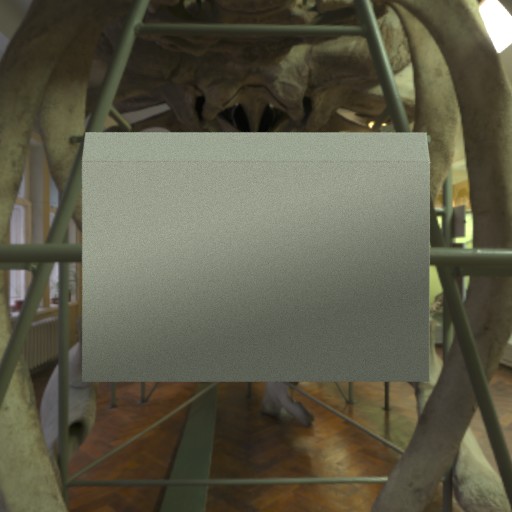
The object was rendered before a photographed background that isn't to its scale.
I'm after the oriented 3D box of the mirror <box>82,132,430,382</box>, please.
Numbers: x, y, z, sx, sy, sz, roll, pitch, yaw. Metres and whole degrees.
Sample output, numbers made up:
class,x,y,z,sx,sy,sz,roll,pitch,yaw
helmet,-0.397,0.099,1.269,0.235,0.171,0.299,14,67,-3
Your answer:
class,x,y,z,sx,sy,sz,roll,pitch,yaw
mirror,0.000,0.000,1.123,0.870,0.630,0.030,0,0,0
